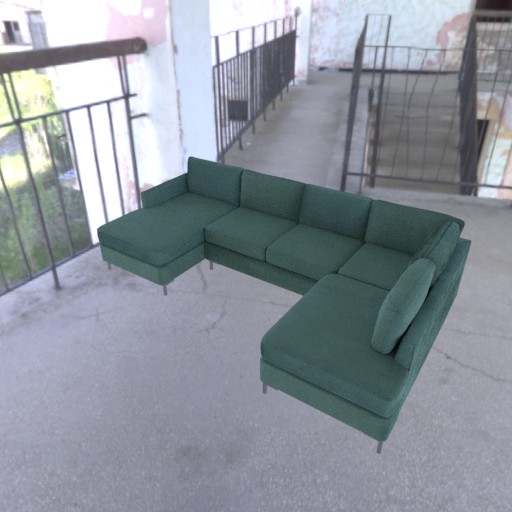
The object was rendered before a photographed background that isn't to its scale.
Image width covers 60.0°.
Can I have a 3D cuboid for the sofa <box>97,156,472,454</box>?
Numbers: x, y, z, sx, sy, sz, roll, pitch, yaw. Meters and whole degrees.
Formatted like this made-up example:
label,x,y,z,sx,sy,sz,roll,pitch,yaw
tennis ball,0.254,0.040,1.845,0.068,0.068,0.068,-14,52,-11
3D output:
label,x,y,z,sx,sy,sz,roll,pitch,yaw
sofa,0.000,0.000,4.252,3.434,0.992,2.055,19,35,29
